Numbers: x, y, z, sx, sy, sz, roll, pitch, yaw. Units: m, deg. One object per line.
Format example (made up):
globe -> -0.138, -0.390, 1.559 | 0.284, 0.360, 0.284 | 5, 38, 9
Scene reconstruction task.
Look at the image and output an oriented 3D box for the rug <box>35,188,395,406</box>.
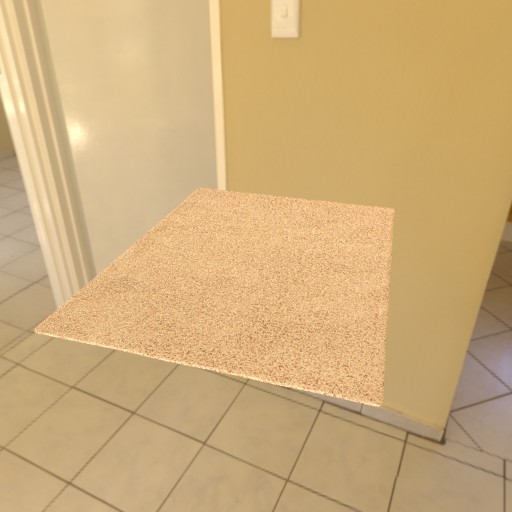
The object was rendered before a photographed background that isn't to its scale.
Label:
rug -> 0.000, 0.000, 4.151 | 2.438, 0.029, 3.047 | 8, 30, 14
